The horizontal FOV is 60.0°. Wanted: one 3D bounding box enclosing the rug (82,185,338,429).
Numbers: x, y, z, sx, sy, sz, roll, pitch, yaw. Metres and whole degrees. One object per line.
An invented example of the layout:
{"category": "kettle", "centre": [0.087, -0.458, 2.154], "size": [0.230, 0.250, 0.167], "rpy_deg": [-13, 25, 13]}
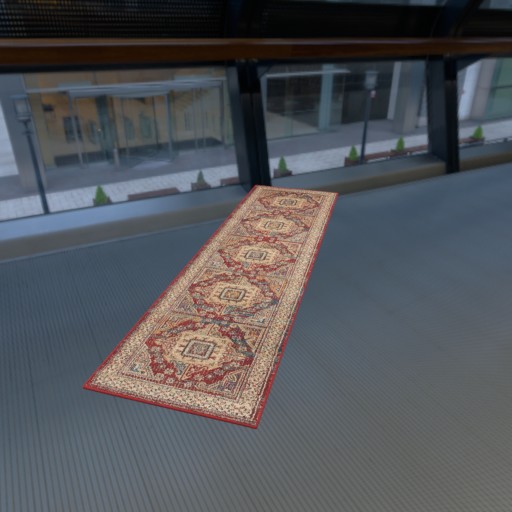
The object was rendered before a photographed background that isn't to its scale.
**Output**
{"category": "rug", "centre": [0.000, 0.000, 2.497], "size": [0.659, 0.015, 2.292], "rpy_deg": [8, 29, 14]}
